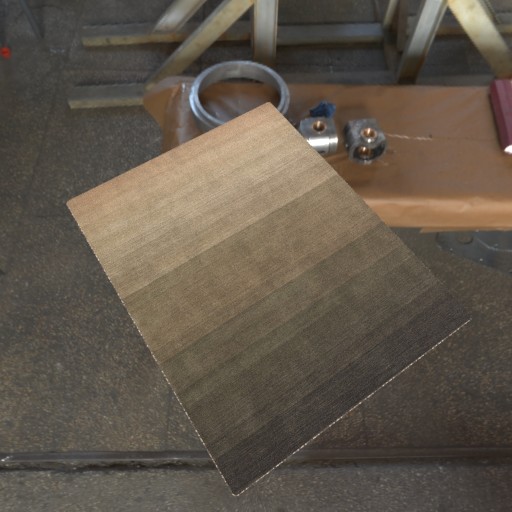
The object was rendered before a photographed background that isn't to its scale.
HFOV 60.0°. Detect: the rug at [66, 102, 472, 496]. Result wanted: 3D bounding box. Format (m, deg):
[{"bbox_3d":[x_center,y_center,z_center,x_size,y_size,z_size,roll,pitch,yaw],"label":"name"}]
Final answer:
[{"bbox_3d":[0.000,0.000,3.847,2.306,0.017,2.902,-31,67,-15],"label":"rug"}]
